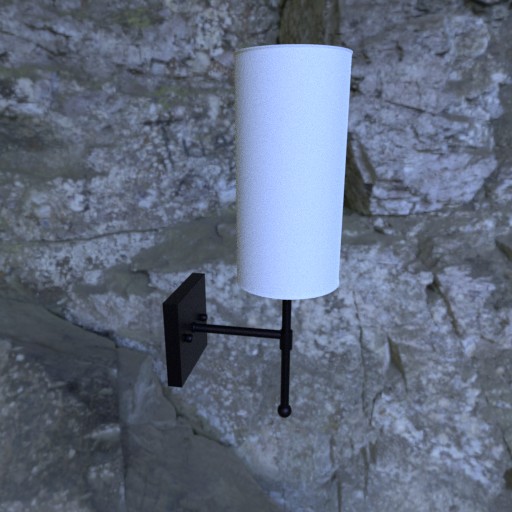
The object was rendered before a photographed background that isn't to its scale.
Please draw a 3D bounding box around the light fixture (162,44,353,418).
[{"bbox_3d":[0.000,0.000,0.554,0.208,0.462,0.128,3,18,10],"label":"light fixture"}]
